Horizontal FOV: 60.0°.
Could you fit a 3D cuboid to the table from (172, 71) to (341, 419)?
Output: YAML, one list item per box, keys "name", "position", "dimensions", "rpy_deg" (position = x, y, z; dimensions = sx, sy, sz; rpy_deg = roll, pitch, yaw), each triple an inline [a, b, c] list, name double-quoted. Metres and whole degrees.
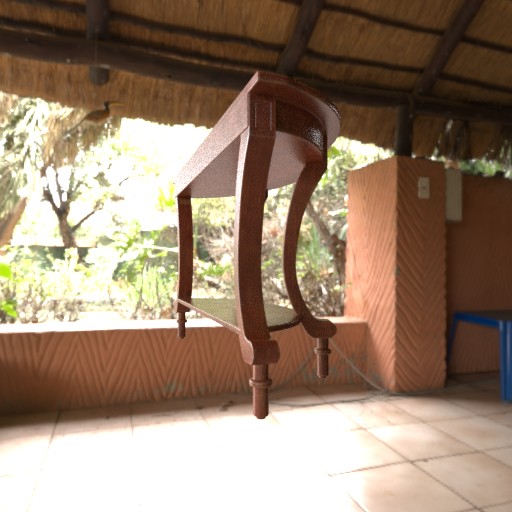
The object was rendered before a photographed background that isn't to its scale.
- name: "table"
  position: [0.000, 0.000, 1.485]
  dimensions: [0.394, 0.699, 1.198]
  rpy_deg: [0, -1, -19]
